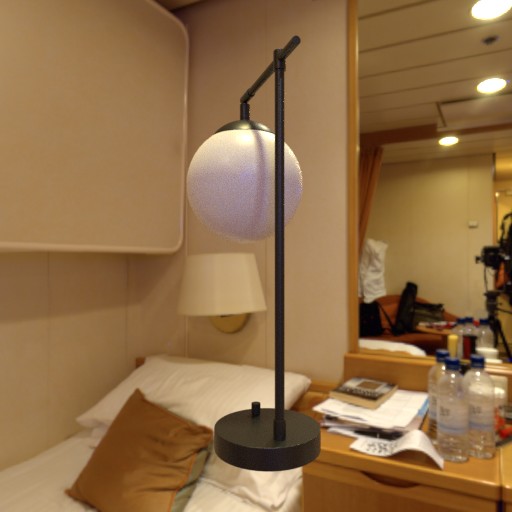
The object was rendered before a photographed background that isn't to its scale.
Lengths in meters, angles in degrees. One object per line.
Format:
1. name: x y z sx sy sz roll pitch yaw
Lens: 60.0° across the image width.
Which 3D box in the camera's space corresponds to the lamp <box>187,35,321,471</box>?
1. lamp: 0.000 0.000 0.700 0.197 0.559 0.316 0 0 -19
